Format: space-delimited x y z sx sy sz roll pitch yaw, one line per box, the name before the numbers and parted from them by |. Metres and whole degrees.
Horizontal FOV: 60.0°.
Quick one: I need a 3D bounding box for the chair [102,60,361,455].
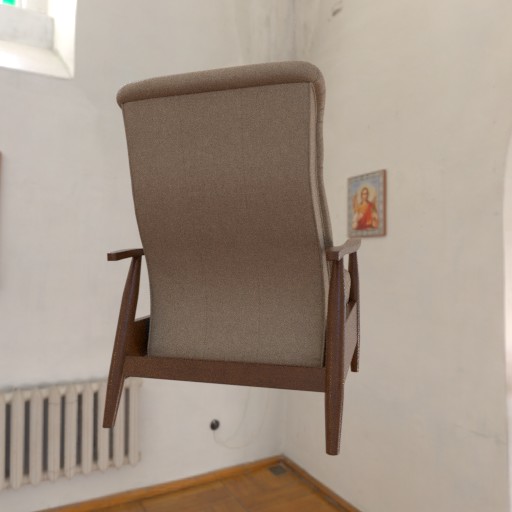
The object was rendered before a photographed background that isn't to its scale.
chair | 0.000 0.000 1.752 0.762 1.082 1.030 0 -1 16
